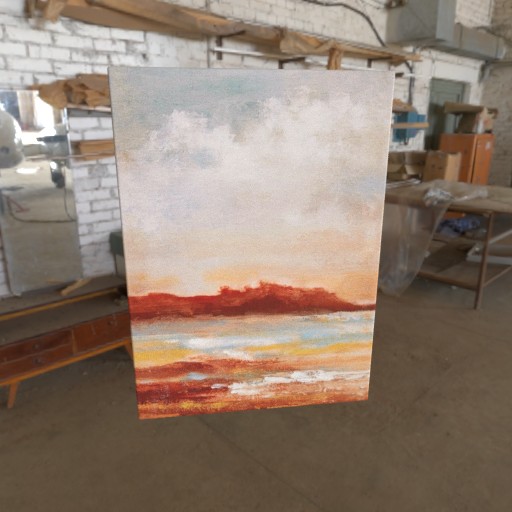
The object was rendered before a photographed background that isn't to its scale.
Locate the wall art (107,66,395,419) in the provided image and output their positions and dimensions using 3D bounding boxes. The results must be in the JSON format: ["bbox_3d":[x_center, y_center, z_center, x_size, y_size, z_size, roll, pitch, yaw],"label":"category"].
[{"bbox_3d":[0.000,0.000,0.777,0.443,0.605,0.035,-2,17,-8],"label":"wall art"}]
